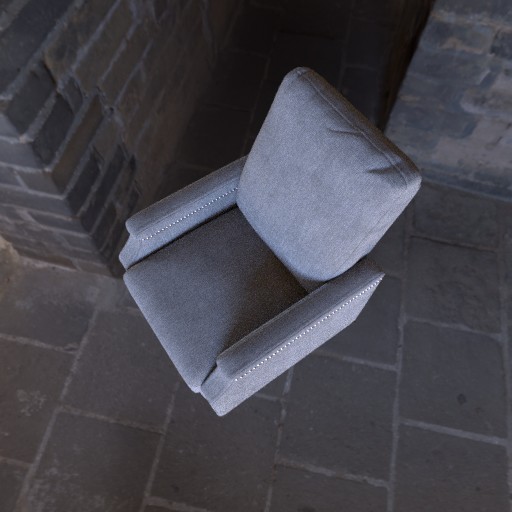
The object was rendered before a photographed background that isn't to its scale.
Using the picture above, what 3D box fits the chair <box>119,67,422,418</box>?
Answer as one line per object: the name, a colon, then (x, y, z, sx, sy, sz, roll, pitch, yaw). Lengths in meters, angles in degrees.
chair: (0.000, 0.000, 1.671, 0.922, 1.049, 0.710, -32, 68, -15)
